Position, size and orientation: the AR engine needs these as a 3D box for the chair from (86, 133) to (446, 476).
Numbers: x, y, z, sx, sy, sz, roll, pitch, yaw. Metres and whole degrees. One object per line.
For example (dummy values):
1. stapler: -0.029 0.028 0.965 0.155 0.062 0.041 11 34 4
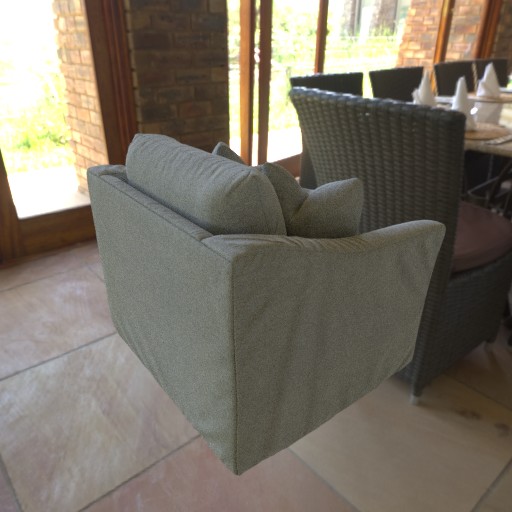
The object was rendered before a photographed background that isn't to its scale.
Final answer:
1. chair: 0.000 0.000 2.015 1.071 1.059 1.194 -19 32 -33
